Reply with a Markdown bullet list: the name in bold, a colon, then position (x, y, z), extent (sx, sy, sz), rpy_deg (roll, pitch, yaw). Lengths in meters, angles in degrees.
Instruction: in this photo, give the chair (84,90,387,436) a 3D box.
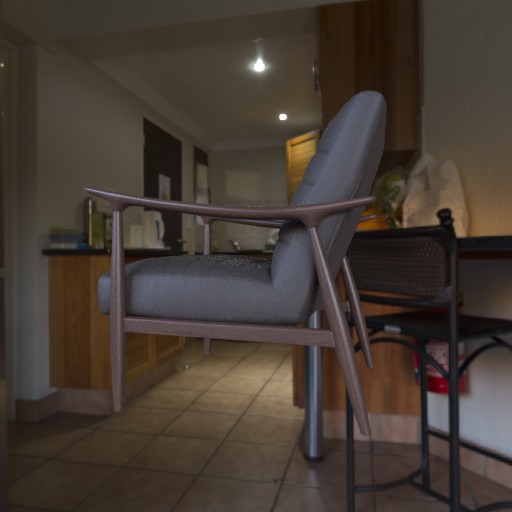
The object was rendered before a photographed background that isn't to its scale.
- **chair**: position (0.000, 0.000, 1.432), extent (0.798, 0.831, 0.741), rpy_deg (0, 1, 15)
